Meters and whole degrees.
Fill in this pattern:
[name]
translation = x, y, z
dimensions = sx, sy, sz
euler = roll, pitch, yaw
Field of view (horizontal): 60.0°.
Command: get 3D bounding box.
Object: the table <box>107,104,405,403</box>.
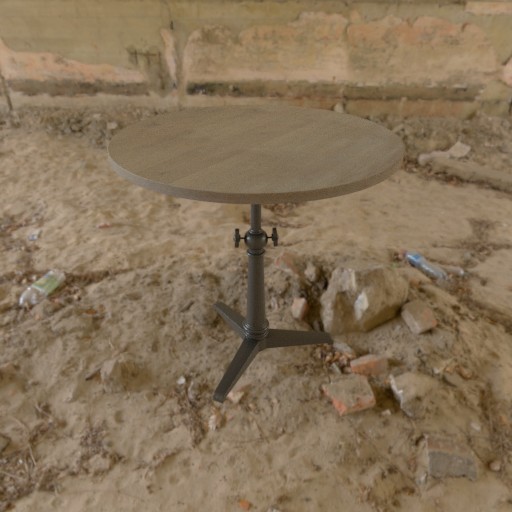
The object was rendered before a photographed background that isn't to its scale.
[table]
translation = 0.000, 0.000, 1.442
dimensions = 0.800, 0.780, 0.800
euler = 0, 31, 0
